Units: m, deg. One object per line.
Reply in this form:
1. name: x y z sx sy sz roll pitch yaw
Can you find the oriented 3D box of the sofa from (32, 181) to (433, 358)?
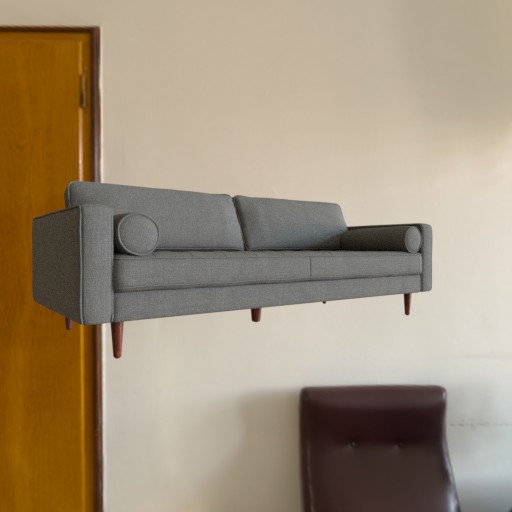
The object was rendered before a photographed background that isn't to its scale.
1. sofa: 0.000 0.000 2.553 2.198 0.762 0.914 -1 1 -36
